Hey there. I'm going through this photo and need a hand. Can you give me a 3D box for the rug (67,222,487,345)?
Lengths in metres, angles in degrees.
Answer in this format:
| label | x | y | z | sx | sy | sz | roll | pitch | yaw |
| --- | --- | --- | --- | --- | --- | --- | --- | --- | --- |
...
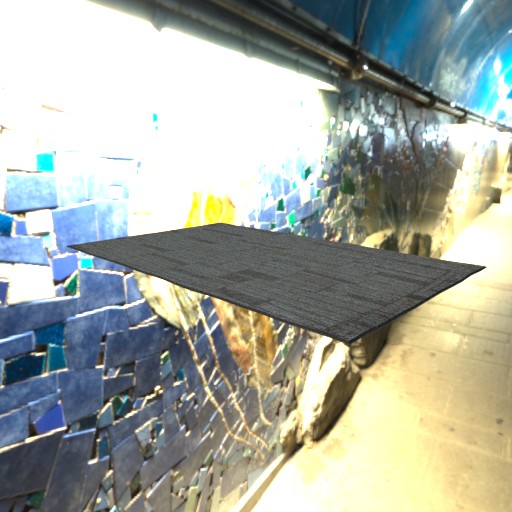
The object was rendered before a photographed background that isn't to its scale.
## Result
| label | x | y | z | sx | sy | sz | roll | pitch | yaw |
| --- | --- | --- | --- | --- | --- | --- | --- | --- | --- |
| rug | 0.000 | 0.000 | 2.988 | 2.444 | 0.023 | 1.531 | 13 | 18 | 43 |
